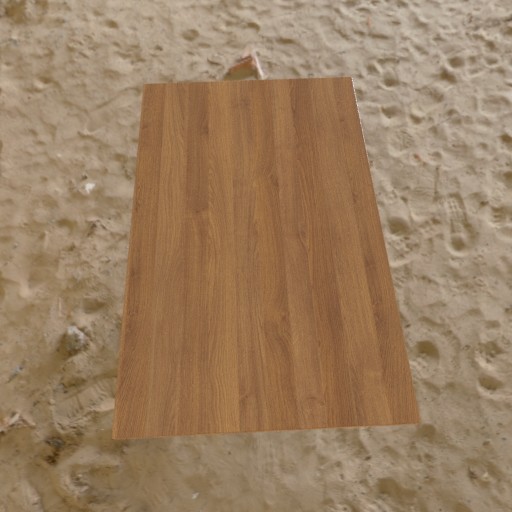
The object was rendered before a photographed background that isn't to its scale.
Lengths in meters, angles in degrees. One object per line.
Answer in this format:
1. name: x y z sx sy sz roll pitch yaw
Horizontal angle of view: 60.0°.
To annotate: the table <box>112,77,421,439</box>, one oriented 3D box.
1. table: 0.000 0.000 1.441 0.700 0.442 1.100 -2 64 -1
